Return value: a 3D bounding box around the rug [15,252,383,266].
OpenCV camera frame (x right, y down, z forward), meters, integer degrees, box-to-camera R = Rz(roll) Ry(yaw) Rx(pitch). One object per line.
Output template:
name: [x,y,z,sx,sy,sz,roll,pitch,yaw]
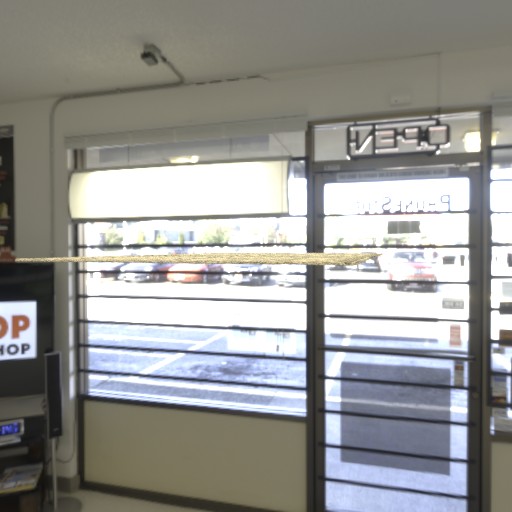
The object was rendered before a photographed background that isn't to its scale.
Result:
rug: [0.000,0.000,2.950,1.530,0.012,2.444,0,1,18]
